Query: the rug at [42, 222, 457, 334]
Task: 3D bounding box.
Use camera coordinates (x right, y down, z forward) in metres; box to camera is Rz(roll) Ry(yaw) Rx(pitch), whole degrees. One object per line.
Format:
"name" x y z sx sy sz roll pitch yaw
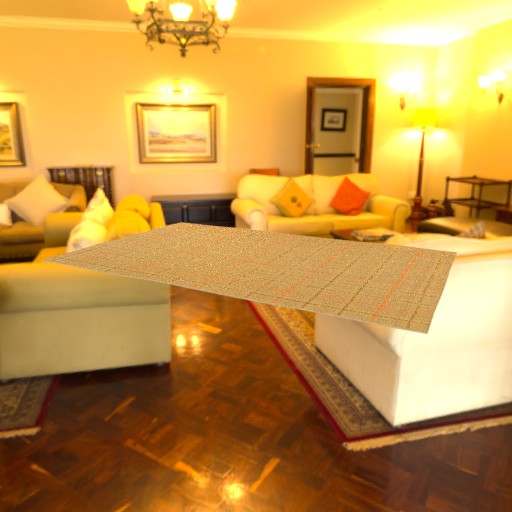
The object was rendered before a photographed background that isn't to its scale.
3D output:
"rug" 0.000 0.000 3.061 2.439 0.015 1.524 8 17 27
